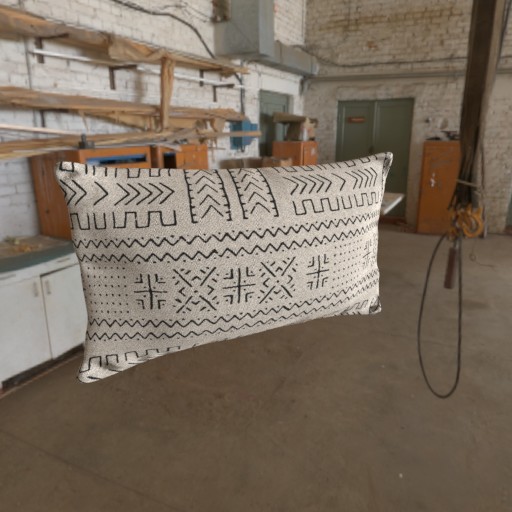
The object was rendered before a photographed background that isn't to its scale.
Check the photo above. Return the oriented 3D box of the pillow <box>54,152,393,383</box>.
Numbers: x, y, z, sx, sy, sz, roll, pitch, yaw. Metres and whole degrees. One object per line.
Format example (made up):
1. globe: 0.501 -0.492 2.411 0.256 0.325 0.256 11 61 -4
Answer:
1. pillow: 0.000 0.000 0.797 0.637 0.352 0.188 -8 18 -27
